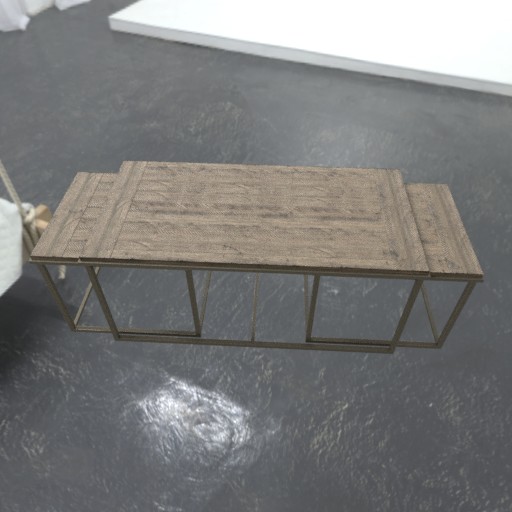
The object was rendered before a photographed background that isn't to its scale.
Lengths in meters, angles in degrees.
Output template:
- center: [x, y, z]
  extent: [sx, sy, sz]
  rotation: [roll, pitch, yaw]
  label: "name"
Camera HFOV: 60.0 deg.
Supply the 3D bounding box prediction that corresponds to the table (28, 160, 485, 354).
- center: [0.000, 0.000, 1.538]
  extent: [1.312, 0.427, 0.489]
  rotation: [2, 46, 2]
  label: "table"
